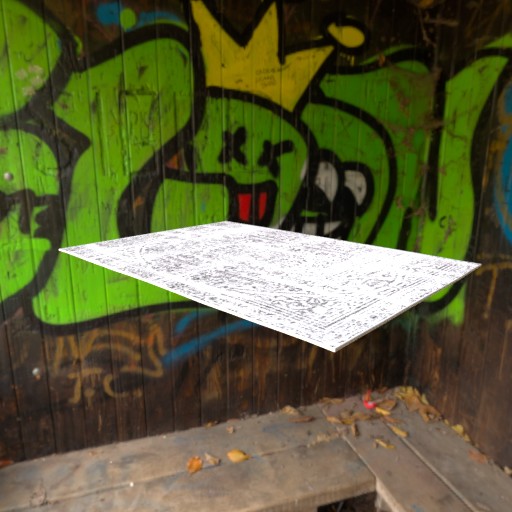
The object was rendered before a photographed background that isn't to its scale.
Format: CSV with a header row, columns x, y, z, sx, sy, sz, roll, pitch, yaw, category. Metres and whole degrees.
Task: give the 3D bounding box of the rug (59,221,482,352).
x,y,z,sx,sy,sz,roll,pitch,yaw,category
0.000,0.000,3.080,2.438,0.026,1.706,13,19,42,rug
